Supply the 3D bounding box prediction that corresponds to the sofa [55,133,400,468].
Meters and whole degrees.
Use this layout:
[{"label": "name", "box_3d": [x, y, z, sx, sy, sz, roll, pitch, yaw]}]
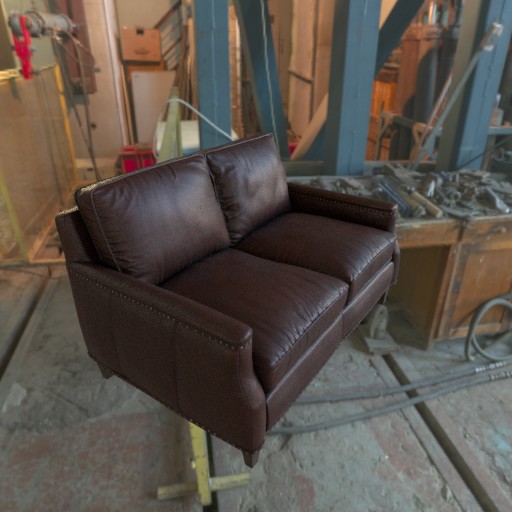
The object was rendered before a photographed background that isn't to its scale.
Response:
[{"label": "sofa", "box_3d": [0.000, 0.000, 2.326, 1.083, 1.003, 1.628, 17, 32, 31]}]
